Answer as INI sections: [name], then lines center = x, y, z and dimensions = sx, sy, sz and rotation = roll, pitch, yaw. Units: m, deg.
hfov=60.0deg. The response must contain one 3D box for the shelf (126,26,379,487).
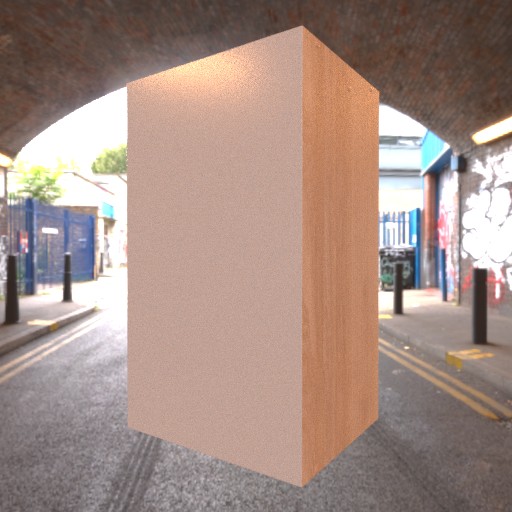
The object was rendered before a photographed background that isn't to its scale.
[shelf]
center = 0.000, 0.000, 0.793
dimensions = 0.350, 0.600, 0.290
rotation = 0, 1, 35
